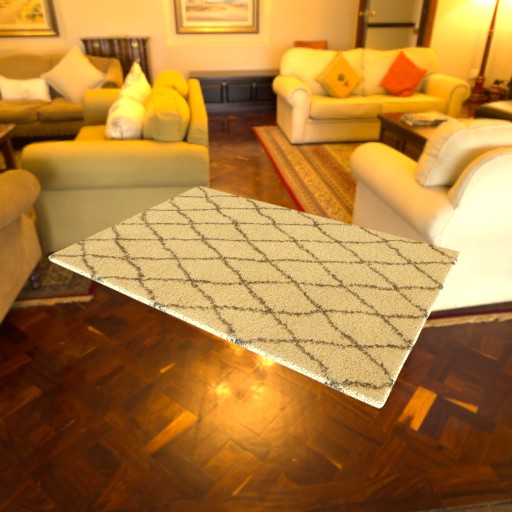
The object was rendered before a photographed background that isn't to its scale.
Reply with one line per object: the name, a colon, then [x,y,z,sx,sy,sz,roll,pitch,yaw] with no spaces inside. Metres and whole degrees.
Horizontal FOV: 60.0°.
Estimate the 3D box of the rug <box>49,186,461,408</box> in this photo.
rug: [0.000,0.000,2.309,1.778,0.030,1.219,18,34,28]
